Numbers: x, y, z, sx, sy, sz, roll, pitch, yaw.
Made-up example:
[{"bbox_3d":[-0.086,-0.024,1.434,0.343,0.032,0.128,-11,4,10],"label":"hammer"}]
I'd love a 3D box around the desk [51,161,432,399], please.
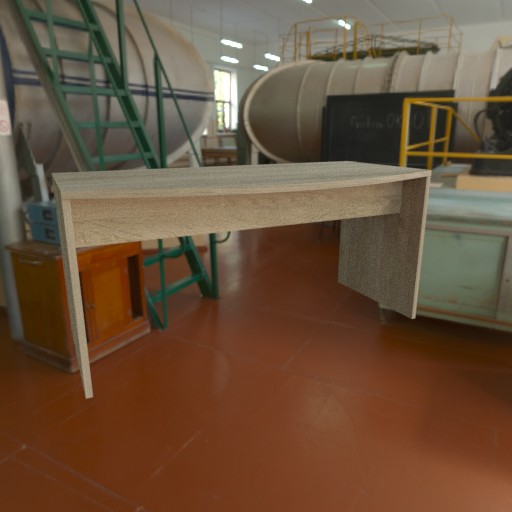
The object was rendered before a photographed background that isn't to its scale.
[{"bbox_3d":[0.000,0.000,2.038,1.600,0.752,0.802,-8,18,-25],"label":"desk"}]
